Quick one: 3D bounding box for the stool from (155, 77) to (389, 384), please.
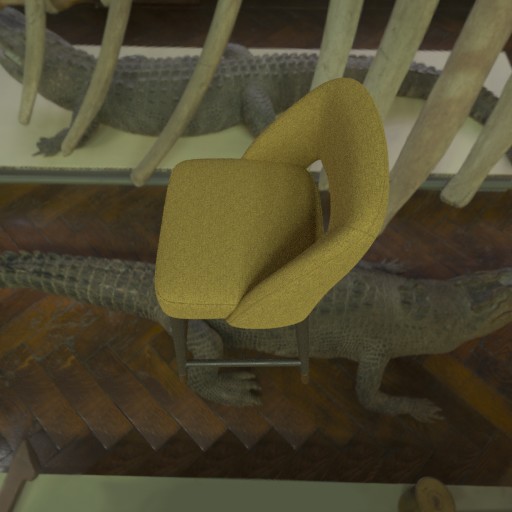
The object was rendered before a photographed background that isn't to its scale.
[{"bbox_3d":[0.000,0.000,1.266,0.522,0.939,0.536,0,58,0],"label":"stool"}]
